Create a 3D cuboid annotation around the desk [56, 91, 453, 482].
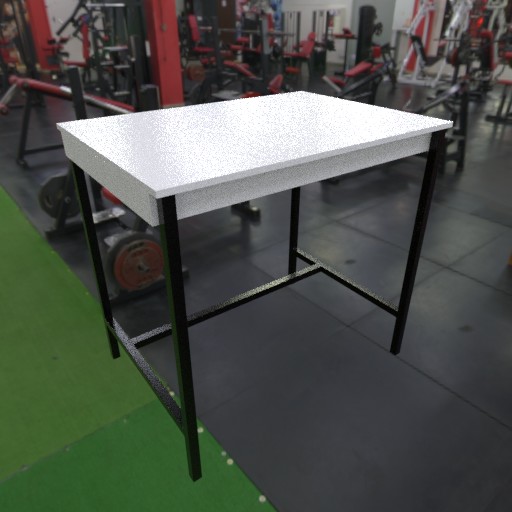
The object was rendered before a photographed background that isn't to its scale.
[{"bbox_3d":[0.000,0.000,1.296,0.811,0.766,0.573,-20,35,-31],"label":"desk"}]
